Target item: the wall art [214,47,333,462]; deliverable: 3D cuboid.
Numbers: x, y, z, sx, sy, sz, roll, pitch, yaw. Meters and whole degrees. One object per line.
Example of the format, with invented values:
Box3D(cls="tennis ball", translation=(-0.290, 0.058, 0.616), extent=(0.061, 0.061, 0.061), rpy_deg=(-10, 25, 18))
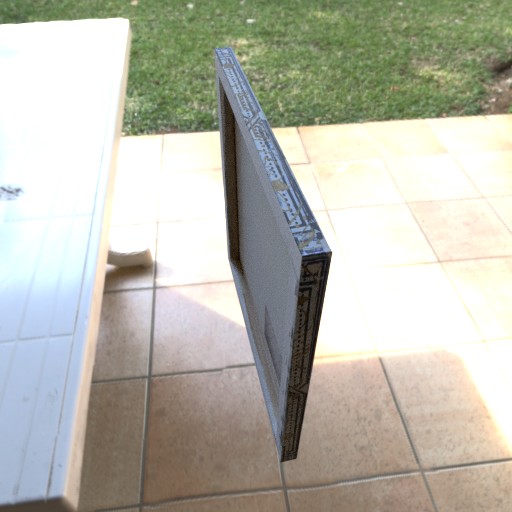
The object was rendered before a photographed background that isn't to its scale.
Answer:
Box3D(cls="wall art", translation=(0.000, 0.000, 0.909), extent=(0.036, 0.607, 0.609), rpy_deg=(-9, 46, -9))
